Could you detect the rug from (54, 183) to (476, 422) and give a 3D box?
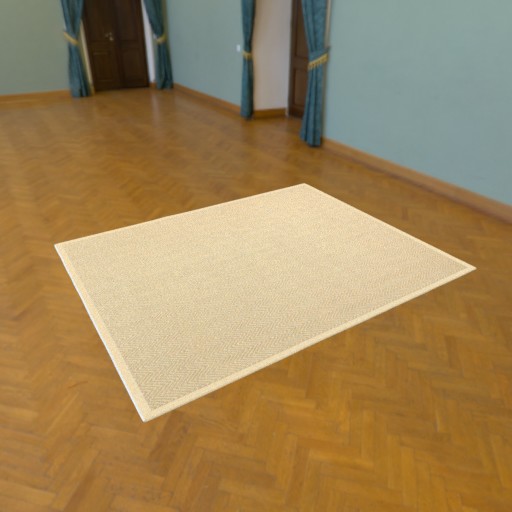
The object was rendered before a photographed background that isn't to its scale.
[{"bbox_3d":[0.000,0.000,4.022,3.009,0.019,2.423,-18,35,-28],"label":"rug"}]
